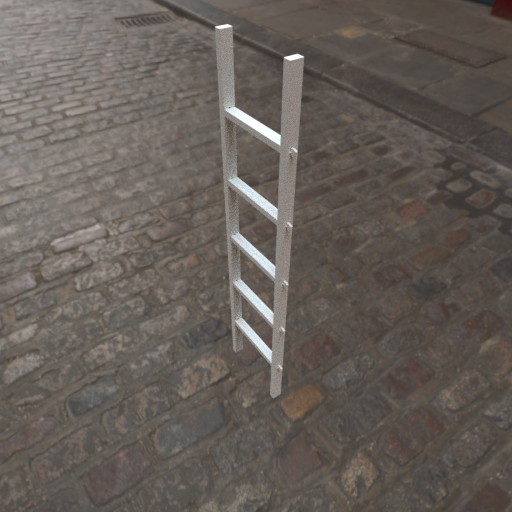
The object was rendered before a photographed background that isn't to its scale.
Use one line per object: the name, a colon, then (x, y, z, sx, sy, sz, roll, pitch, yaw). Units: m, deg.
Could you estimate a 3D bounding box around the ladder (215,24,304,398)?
ladder: (0.000, 0.000, 1.973, 0.051, 1.797, 0.452, -26, 48, -26)
